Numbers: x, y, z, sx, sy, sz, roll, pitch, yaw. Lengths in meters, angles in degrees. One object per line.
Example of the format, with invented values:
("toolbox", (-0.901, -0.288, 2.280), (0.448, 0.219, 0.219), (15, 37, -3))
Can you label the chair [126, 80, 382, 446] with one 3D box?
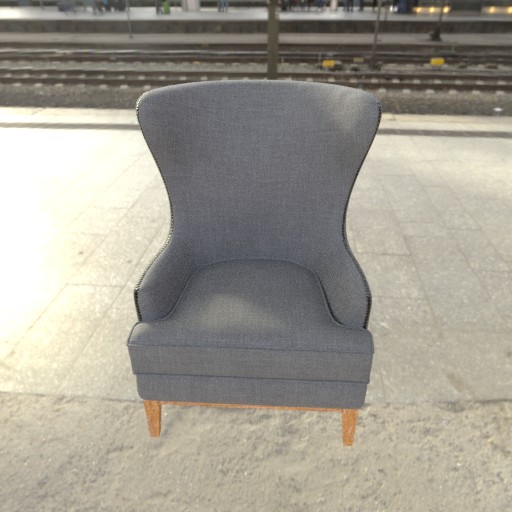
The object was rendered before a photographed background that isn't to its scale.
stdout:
("chair", (0.000, 0.000, 1.750), (0.864, 1.176, 0.883), (2, 31, 3))
